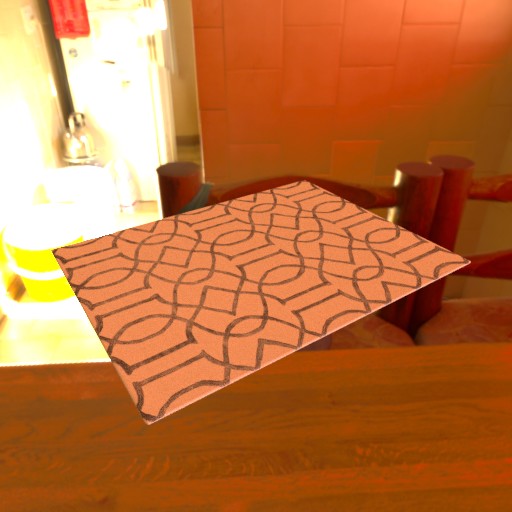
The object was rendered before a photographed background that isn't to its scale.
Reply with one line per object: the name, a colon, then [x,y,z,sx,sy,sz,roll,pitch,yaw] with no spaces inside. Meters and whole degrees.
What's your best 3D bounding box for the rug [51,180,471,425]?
rug: [0.000,0.000,3.838,2.910,0.021,2.211,-20,37,-29]
